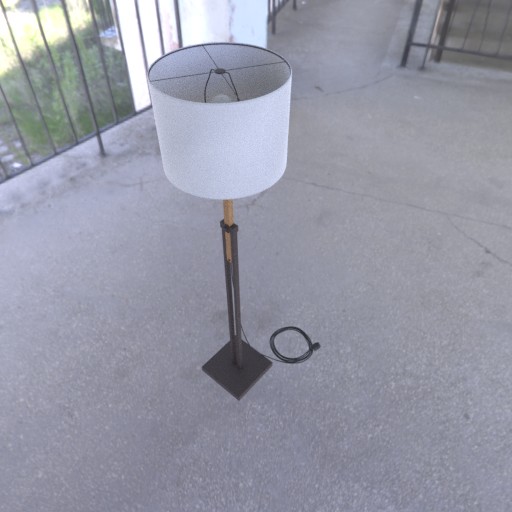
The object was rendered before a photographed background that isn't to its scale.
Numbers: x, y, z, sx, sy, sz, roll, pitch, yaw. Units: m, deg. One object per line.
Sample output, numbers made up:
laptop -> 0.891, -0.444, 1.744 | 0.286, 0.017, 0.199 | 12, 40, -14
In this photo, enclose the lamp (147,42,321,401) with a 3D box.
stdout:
lamp -> 0.000, 0.000, 1.890 | 0.474, 1.650, 0.639 | 32, 54, 27
